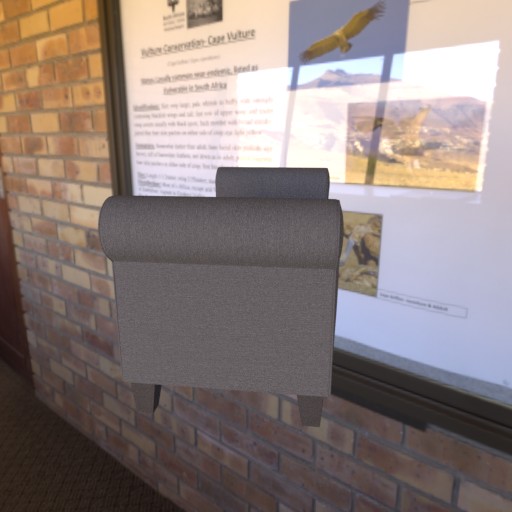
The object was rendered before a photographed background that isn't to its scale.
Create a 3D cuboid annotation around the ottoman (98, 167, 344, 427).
[{"bbox_3d":[0.000,0.000,1.551,0.521,0.547,1.256,2,15,7],"label":"ottoman"}]
